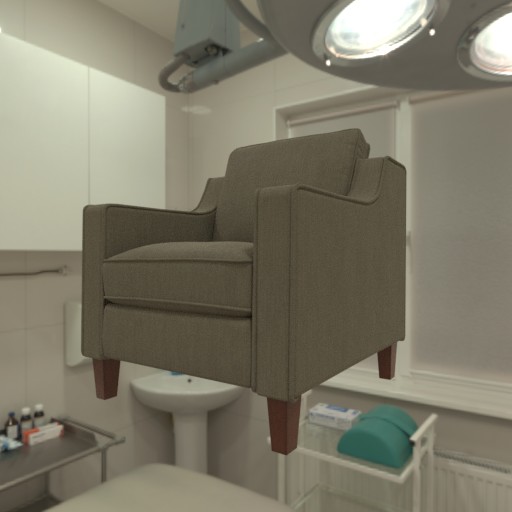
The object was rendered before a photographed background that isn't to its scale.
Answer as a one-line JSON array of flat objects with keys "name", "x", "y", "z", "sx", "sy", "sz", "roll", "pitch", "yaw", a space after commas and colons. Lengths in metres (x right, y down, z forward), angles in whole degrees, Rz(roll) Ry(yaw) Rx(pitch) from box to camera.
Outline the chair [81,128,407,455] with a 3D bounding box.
[{"name": "chair", "x": 0.000, "y": 0.000, "z": 1.619, "sx": 0.831, "sy": 0.960, "sz": 0.909, "roll": 0, "pitch": 1, "yaw": 35}]
